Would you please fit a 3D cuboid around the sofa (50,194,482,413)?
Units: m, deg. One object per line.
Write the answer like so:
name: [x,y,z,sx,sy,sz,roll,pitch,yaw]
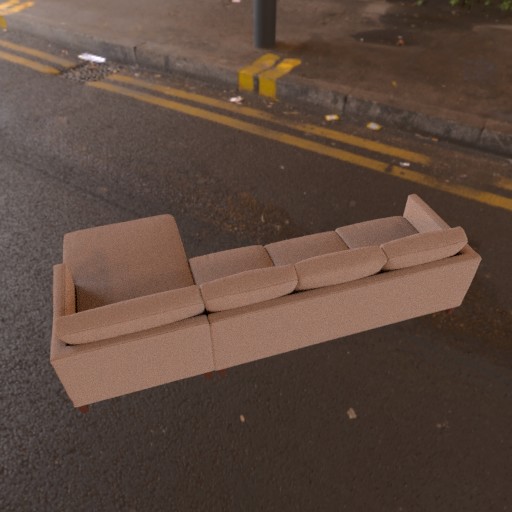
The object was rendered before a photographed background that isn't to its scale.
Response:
sofa: [0.000,0.000,3.808,3.186,0.861,1.625,-12,44,-13]
